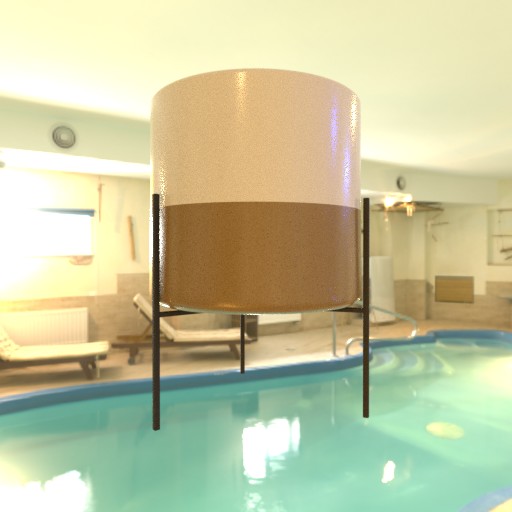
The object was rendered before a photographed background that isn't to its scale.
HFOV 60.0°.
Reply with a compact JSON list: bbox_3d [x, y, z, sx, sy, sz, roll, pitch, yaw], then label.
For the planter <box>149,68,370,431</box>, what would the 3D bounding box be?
[{"bbox_3d":[0.000,0.000,0.647,0.310,0.432,0.310,0,1,36],"label":"planter"}]
